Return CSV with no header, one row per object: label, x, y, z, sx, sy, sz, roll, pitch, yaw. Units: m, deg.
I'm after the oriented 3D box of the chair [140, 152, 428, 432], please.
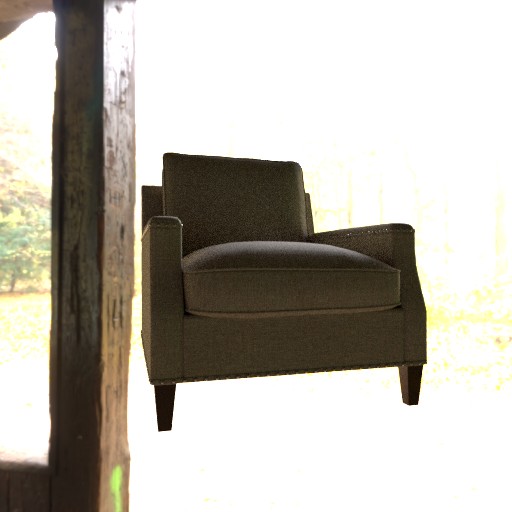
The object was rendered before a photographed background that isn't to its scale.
chair,0.000,0.000,1.723,0.853,0.943,1.014,0,-1,-16
